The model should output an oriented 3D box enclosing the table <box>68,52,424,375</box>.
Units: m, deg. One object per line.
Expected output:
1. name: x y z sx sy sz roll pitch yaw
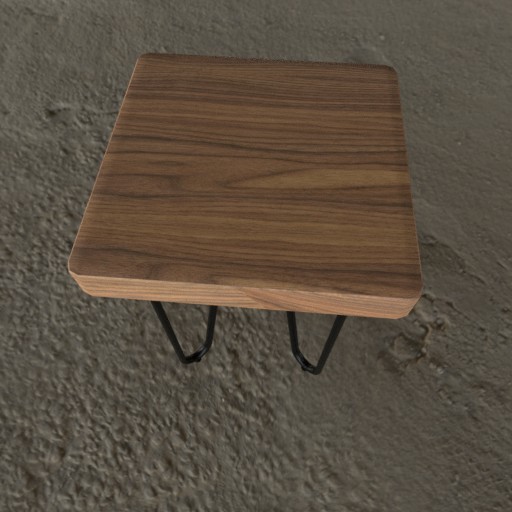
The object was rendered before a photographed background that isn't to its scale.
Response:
1. table: 0.000 0.000 0.979 0.480 0.641 0.479 4 59 2
